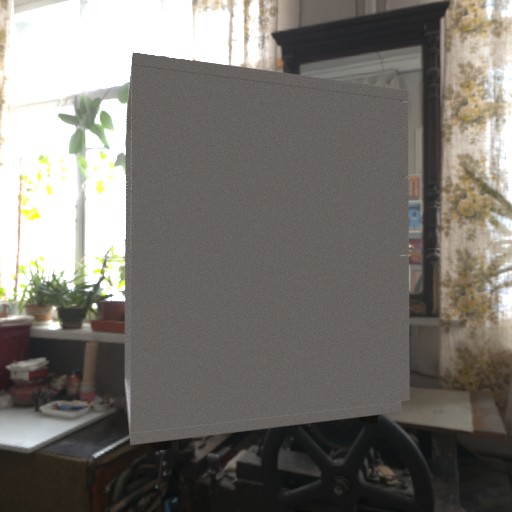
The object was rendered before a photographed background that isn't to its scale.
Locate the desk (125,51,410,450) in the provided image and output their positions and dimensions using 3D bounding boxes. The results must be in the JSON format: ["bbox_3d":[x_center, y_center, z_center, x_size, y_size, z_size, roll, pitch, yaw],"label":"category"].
[{"bbox_3d":[0.000,0.000,1.077,0.600,0.730,0.404,0,-1,-18],"label":"desk"}]
